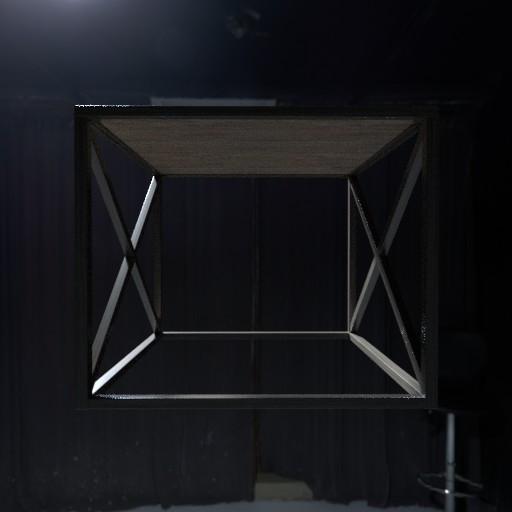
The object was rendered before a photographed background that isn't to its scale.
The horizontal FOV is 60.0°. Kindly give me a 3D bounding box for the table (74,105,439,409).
[{"bbox_3d":[0.000,0.000,1.046,0.609,0.507,0.611,0,1,0],"label":"table"}]
